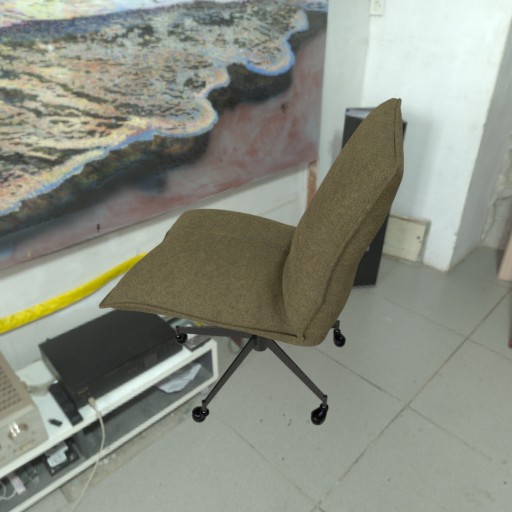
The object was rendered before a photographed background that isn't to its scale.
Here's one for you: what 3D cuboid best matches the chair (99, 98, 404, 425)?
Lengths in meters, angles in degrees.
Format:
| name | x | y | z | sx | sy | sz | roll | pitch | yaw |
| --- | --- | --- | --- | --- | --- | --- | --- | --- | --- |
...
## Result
| name | x | y | z | sx | sy | sz | roll | pitch | yaw |
| --- | --- | --- | --- | --- | --- | --- | --- | --- | --- |
| chair | 0.000 | 0.000 | 1.265 | 0.696 | 0.811 | 0.597 | 8 | 32 | 14 |
